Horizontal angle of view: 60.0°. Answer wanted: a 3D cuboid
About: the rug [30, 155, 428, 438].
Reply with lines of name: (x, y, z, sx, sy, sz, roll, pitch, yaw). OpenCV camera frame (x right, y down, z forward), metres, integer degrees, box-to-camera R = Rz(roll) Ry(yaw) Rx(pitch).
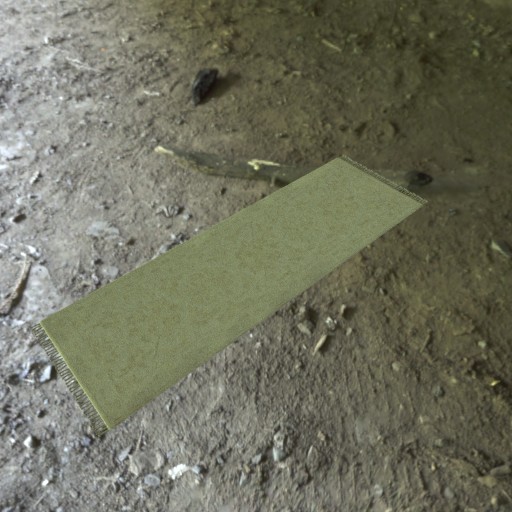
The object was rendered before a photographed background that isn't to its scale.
rug: (0.000, 0.000, 2.764, 2.544, 0.015, 0.795, -32, 54, -27)
